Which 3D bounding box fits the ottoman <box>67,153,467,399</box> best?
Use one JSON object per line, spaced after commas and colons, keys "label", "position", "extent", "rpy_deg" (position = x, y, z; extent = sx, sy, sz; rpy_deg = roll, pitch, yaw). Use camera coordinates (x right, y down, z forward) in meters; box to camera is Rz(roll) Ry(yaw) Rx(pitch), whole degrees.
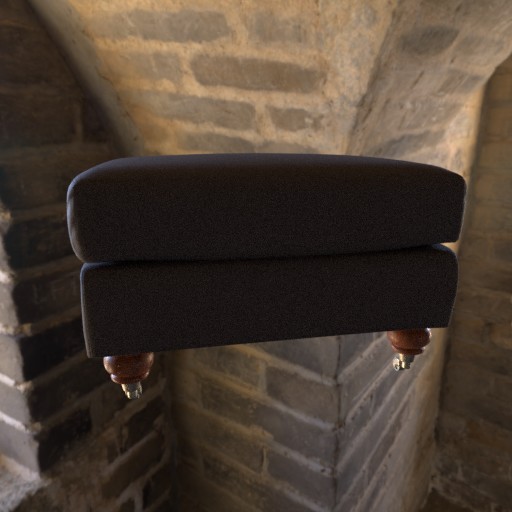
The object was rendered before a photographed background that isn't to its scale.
{"label": "ottoman", "position": [0.000, 0.000, 1.101], "extent": [0.773, 0.497, 0.574], "rpy_deg": [-3, 15, -11]}
